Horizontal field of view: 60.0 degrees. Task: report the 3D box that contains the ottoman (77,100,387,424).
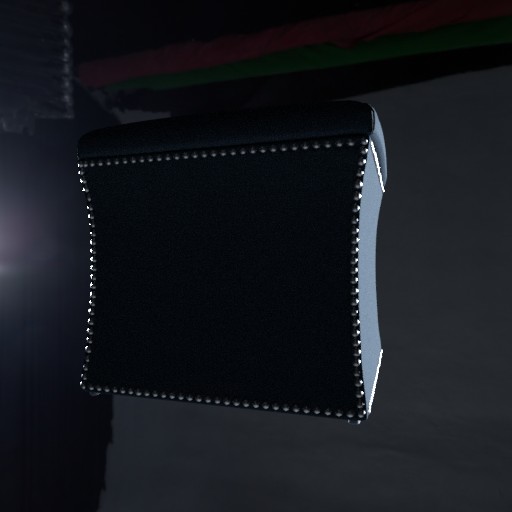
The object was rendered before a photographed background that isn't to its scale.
[{"bbox_3d":[0.000,0.000,0.895,0.507,0.475,0.497,0,-1,18],"label":"ottoman"}]
